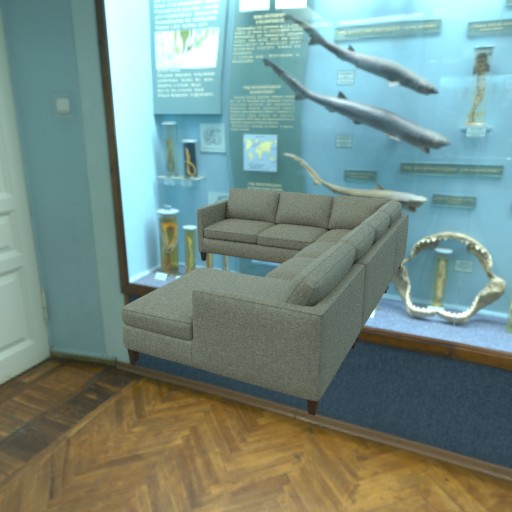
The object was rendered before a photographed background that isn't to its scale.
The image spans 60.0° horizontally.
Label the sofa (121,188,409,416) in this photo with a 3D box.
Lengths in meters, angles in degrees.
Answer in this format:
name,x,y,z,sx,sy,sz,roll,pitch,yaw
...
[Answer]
name,x,y,z,sx,sy,sz,roll,pitch,yaw
sofa,0.000,0.000,4.579,2.551,0.889,3.403,8,19,25
